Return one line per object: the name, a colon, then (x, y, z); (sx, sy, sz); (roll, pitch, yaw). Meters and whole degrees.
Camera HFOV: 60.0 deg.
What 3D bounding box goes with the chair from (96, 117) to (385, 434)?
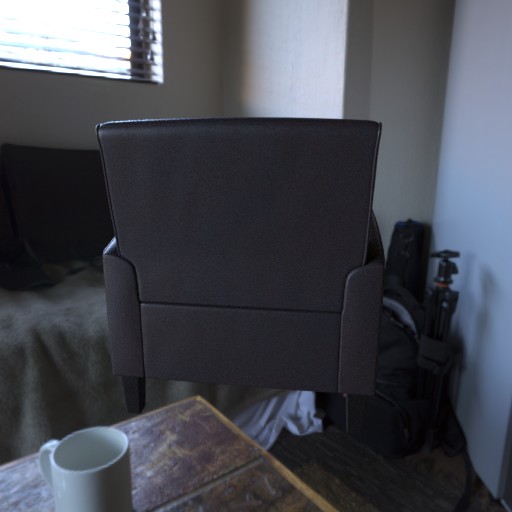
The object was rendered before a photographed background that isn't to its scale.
chair: (0.000, 0.000, 1.599); (0.820, 0.916, 0.819); (2, 14, 8)
